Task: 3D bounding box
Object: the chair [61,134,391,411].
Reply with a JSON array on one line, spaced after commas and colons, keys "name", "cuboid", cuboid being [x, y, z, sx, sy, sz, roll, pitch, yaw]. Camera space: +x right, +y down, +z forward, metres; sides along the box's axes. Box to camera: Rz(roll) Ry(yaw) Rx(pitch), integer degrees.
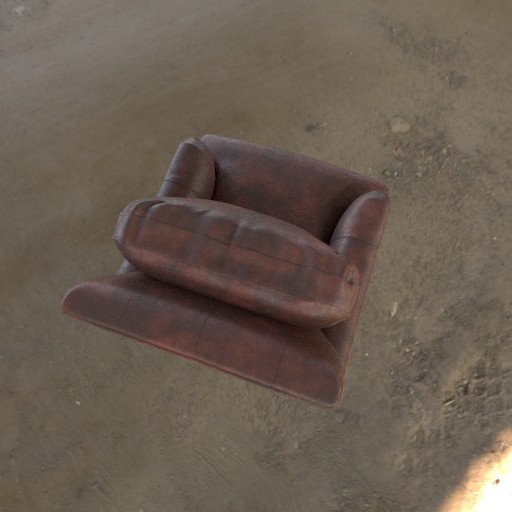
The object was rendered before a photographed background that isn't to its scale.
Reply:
[{"name": "chair", "cuboid": [0.000, 0.000, 1.935, 0.987, 1.051, 1.156, 18, 67, 8]}]
